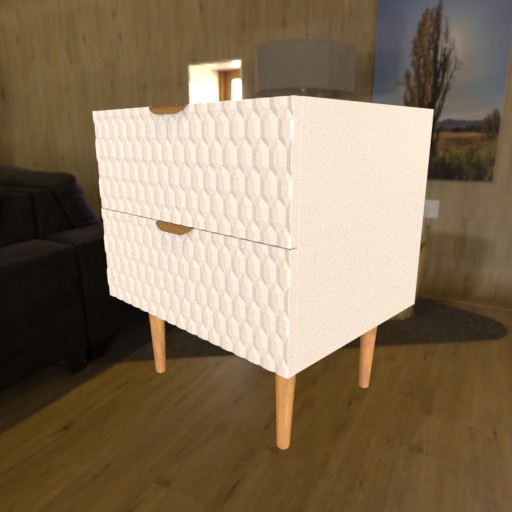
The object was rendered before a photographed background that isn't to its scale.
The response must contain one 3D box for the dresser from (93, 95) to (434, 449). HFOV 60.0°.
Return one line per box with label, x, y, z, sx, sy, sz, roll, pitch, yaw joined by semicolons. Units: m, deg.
dresser;0.000;0.000;0.907;0.503;0.568;0.414;14;21;42
